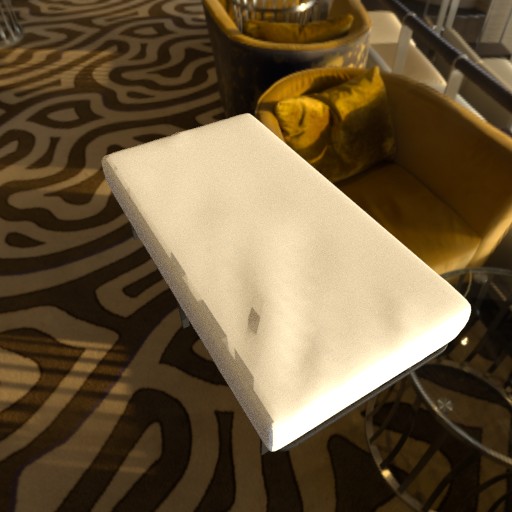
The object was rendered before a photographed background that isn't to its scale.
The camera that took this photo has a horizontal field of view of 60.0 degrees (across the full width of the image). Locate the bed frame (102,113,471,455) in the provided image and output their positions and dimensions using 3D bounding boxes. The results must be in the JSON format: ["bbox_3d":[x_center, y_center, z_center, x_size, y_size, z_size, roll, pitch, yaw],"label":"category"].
[{"bbox_3d":[0.000,0.000,2.416,1.025,0.640,1.908,-24,51,-21],"label":"bed frame"}]
